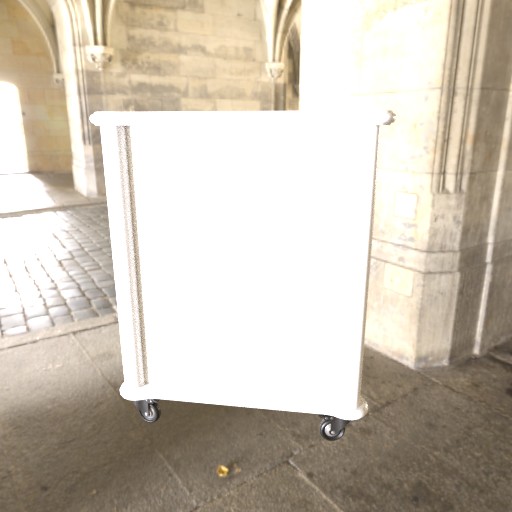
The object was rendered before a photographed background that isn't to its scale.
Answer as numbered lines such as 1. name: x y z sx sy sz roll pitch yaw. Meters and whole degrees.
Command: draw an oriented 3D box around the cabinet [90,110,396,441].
1. cabinet: 0.000 0.000 1.253 0.627 0.761 0.628 2 16 8
